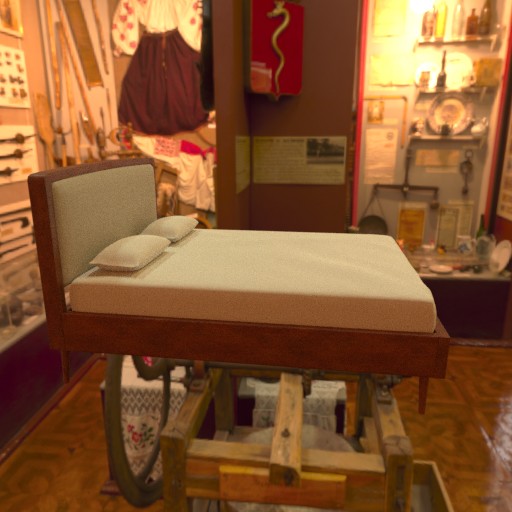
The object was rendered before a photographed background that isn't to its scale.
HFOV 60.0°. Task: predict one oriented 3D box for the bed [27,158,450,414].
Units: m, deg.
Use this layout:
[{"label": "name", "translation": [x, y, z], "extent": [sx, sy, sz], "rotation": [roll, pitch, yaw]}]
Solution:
[{"label": "bed", "translation": [0.000, 0.000, 3.083], "extent": [2.196, 1.275, 1.587], "rotation": [2, 16, 8]}]
